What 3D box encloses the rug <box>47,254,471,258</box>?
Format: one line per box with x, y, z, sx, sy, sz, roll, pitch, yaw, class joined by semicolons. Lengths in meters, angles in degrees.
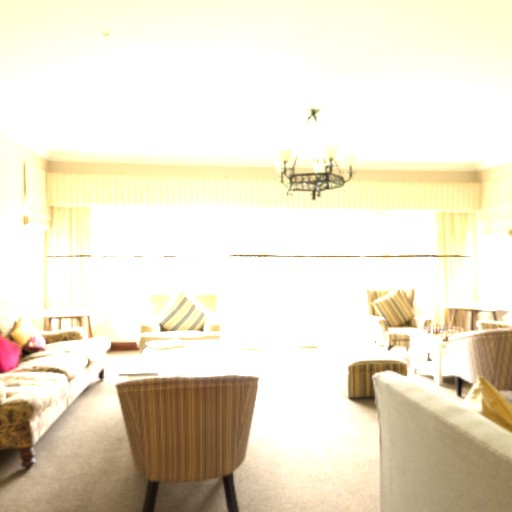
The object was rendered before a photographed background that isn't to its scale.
0.000;0.000;3.005;2.439;0.015;1.524;0;0;34;rug
